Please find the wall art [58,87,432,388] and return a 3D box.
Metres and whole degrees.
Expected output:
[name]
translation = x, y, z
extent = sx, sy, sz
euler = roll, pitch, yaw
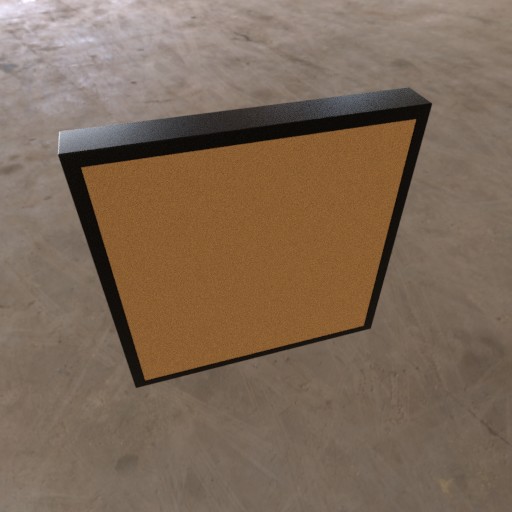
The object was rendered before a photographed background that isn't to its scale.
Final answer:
[wall art]
translation = 0.000, 0.000, 0.454
extent = 0.299, 0.299, 0.037
euler = -11, 43, -12
